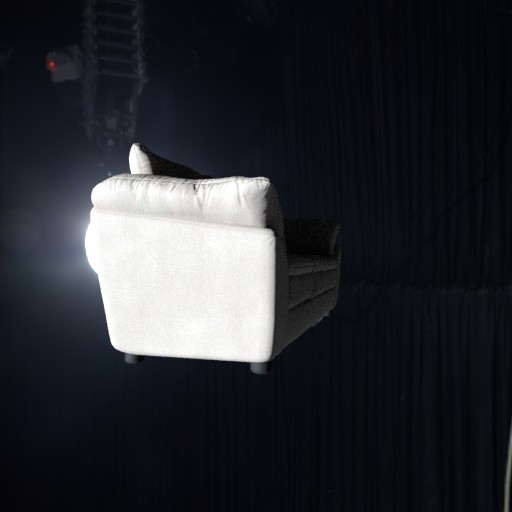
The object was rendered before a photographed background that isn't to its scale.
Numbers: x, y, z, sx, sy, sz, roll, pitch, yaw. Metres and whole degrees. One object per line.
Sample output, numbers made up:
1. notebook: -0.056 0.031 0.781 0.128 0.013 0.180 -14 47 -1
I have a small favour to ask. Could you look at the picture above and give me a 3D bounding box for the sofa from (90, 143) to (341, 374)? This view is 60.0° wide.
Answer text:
1. sofa: 0.000 0.000 2.897 0.878 0.996 2.334 0 0 17
